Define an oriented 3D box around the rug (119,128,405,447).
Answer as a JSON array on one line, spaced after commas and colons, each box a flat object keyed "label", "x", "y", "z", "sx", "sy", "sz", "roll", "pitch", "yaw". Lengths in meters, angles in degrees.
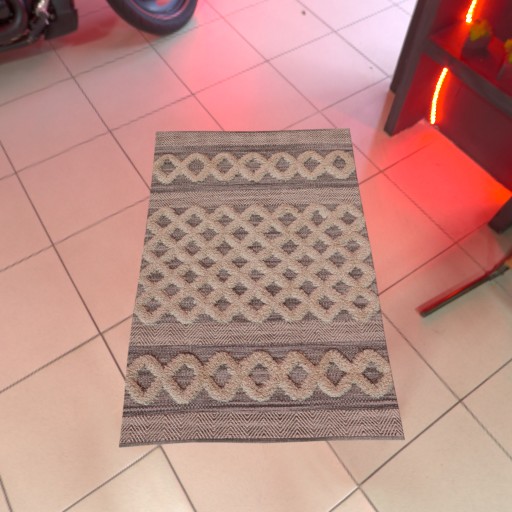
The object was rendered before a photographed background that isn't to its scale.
[{"label": "rug", "x": 0.000, "y": 0.000, "z": 2.321, "sx": 1.222, "sy": 0.030, "sz": 1.823, "roll": -1, "pitch": 60, "yaw": -1}]
